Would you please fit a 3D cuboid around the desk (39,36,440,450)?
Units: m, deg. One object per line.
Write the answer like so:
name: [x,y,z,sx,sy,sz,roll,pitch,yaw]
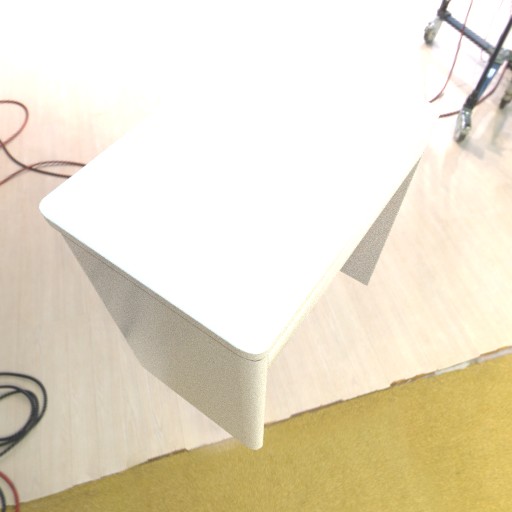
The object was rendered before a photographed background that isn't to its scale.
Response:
desk: [0.000,0.000,1.292,0.549,0.800,0.762,31,61,19]
